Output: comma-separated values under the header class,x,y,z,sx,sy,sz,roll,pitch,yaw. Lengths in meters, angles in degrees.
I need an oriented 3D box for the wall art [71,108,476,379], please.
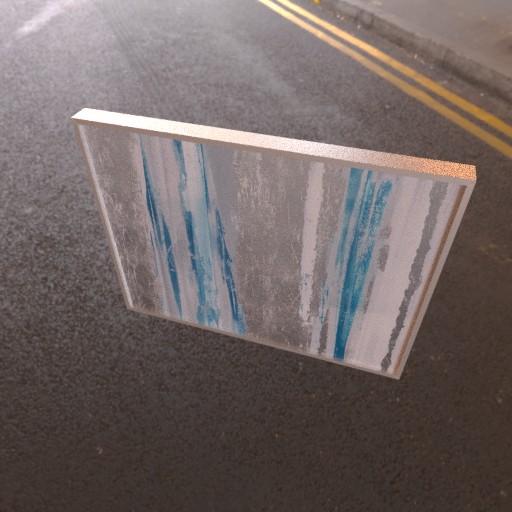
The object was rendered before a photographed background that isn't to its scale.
class,x,y,z,sx,sy,sz,roll,pitch,yaw
wall art,0.000,0.000,1.402,1.056,0.801,0.066,12,43,13
